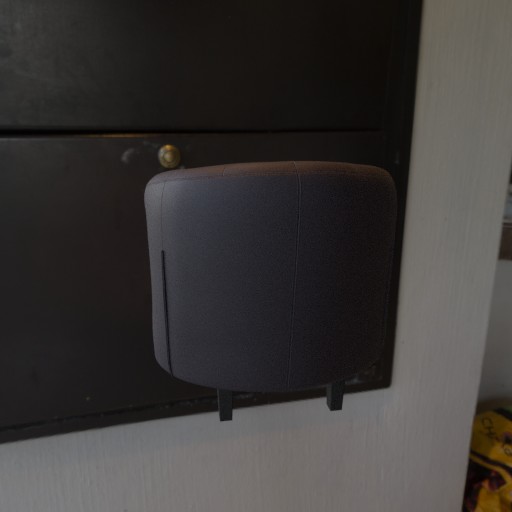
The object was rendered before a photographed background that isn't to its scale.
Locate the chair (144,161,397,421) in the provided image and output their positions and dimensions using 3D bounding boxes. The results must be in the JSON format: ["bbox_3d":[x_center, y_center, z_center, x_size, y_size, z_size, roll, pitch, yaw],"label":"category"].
[{"bbox_3d":[0.000,0.000,1.681,0.763,0.760,1.191,-2,15,-9],"label":"chair"}]
